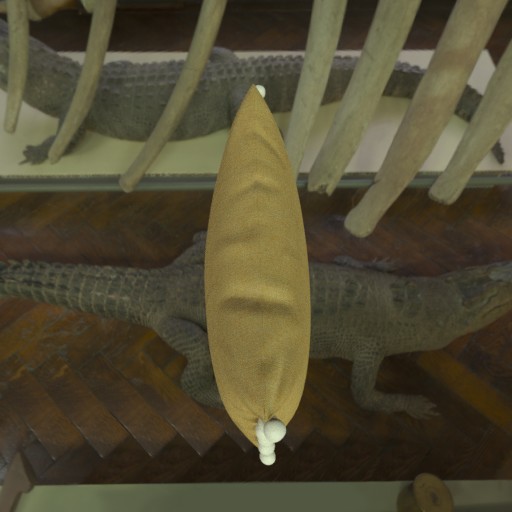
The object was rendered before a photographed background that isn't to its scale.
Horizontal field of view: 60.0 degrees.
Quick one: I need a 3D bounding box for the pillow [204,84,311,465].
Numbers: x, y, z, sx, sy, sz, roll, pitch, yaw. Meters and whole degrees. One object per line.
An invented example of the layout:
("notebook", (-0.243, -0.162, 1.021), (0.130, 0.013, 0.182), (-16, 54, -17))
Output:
("pillow", (0.000, 0.000, 0.847), (0.201, 0.322, 0.709), (-1, 57, -1))
